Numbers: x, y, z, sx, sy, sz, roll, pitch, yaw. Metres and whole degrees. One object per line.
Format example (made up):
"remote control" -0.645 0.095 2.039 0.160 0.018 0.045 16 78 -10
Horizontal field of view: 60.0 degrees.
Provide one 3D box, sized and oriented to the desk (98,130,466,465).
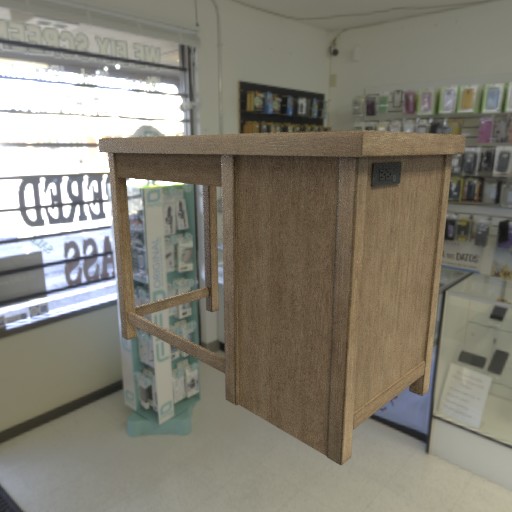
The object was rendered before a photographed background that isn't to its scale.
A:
"desk" 0.000 0.000 1.756 1.289 0.912 0.610 13 19 43
